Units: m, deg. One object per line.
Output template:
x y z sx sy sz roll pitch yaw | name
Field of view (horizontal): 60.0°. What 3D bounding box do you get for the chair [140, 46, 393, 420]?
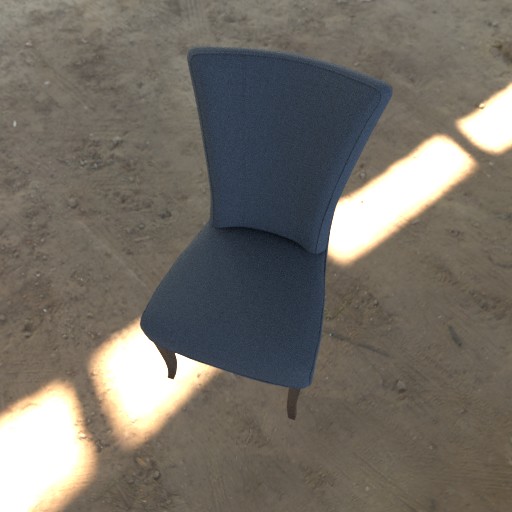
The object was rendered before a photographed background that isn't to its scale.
0.000 0.000 1.353 0.520 0.991 0.660 15 58 10 | chair
